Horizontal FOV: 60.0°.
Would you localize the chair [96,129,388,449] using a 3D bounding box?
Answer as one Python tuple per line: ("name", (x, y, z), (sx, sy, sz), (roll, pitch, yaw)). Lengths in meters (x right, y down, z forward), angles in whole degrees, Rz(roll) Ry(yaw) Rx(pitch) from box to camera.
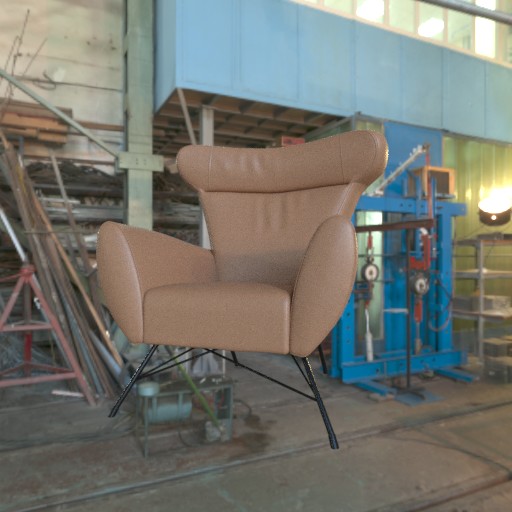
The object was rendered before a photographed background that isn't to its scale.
("chair", (0.000, 0.000, 1.749), (0.980, 1.050, 0.900), (0, 0, 19))
